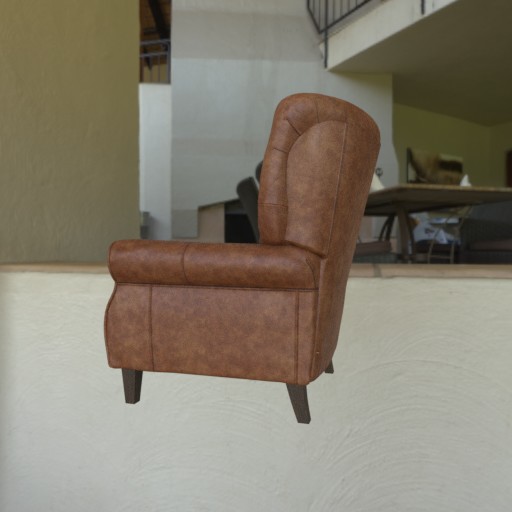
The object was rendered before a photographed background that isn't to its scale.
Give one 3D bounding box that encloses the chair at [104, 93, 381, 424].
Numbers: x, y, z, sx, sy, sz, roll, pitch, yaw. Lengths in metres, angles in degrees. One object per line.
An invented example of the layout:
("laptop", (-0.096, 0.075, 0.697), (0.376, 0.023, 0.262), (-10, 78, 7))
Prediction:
("chair", (0.000, 0.000, 1.957), (1.059, 1.164, 0.951), (0, 1, 17))
